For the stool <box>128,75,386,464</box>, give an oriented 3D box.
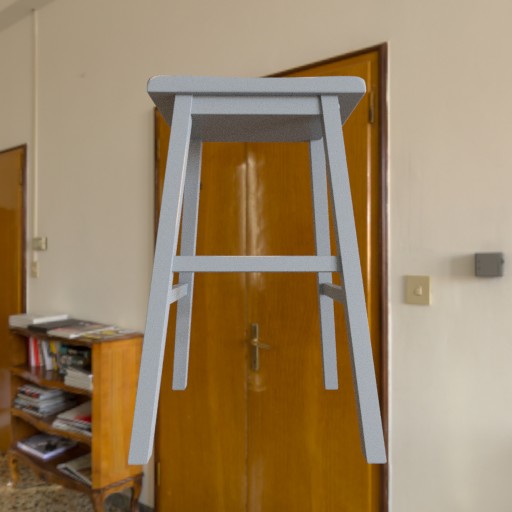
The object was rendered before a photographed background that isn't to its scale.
[{"bbox_3d":[0.000,0.000,1.022,0.457,0.737,0.476,0,0,-1],"label":"stool"}]
